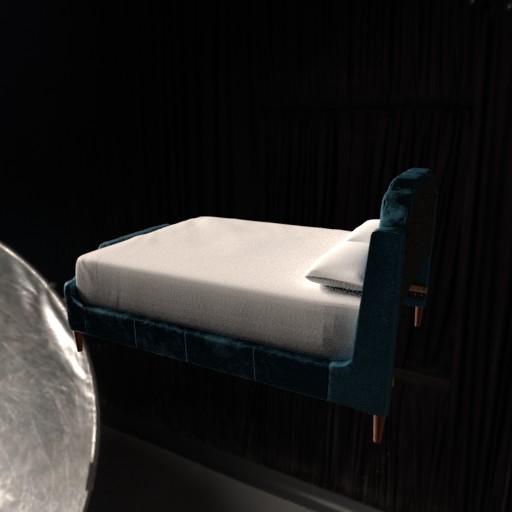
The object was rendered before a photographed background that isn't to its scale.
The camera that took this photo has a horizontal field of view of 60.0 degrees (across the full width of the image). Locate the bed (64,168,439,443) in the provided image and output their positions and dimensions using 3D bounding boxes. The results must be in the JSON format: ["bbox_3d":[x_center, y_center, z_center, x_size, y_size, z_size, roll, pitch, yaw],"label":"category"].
[{"bbox_3d":[0.000,0.000,3.322,2.322,1.338,1.678,8,18,25],"label":"bed"}]
